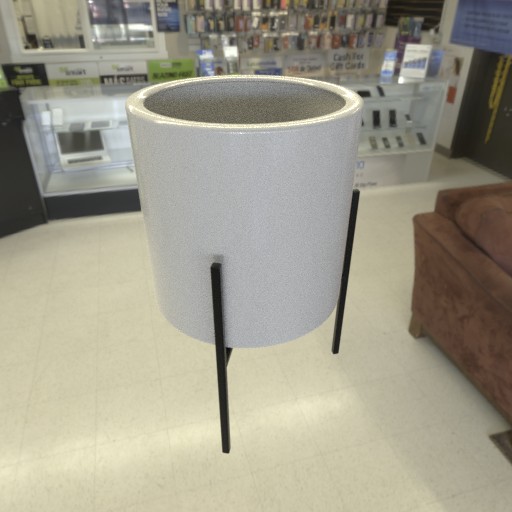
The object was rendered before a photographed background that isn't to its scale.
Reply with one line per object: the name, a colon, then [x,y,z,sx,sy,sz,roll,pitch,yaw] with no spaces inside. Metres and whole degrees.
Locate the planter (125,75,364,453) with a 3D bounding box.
planter: [0.000,0.000,0.508,0.239,0.356,0.239,-7,32,-11]
